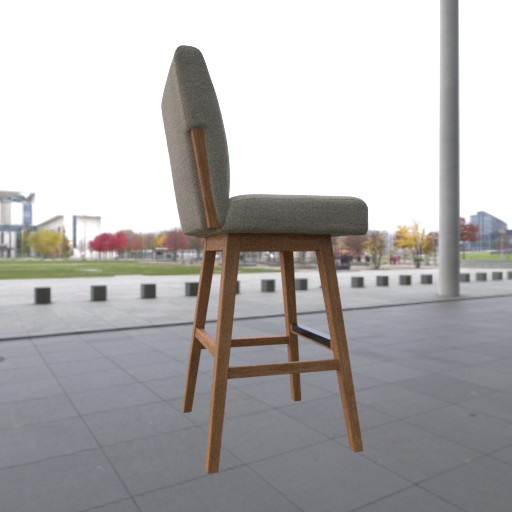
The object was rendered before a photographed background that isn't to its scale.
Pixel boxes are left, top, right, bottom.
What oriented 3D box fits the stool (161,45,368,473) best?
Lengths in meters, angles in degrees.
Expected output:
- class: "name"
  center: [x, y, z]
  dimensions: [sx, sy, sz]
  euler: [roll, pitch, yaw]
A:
- class: "stool"
  center: [0.000, 0.000, 1.413]
  dimensions: [0.569, 1.106, 0.483]
  euler: [0, 0, -17]
